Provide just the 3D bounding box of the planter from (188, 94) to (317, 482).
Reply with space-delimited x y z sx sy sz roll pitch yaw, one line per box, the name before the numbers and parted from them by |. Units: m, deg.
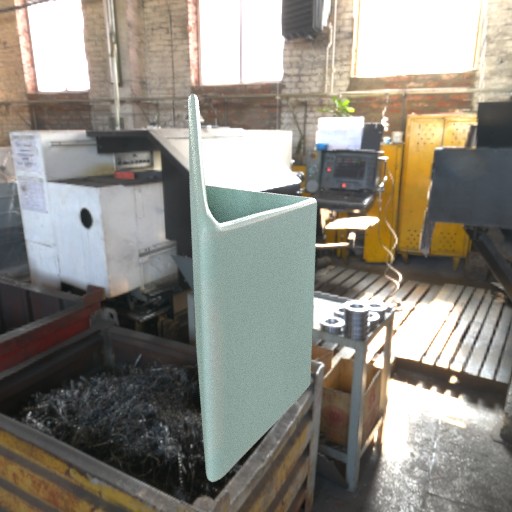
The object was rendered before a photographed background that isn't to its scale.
planter | 0.000 0.000 0.288 0.079 0.197 0.164 -3 16 -9
